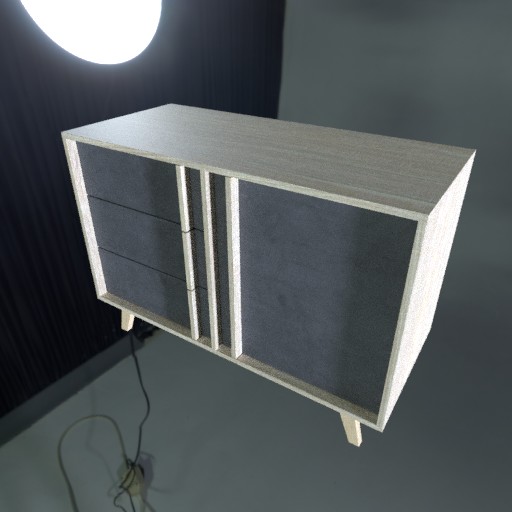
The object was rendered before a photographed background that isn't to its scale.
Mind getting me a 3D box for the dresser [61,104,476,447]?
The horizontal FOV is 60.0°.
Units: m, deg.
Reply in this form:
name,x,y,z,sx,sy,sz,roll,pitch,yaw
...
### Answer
name,x,y,z,sx,sy,sz,roll,pitch,yaw
dresser,0.000,0.000,1.486,1.110,0.780,0.500,18,35,28
